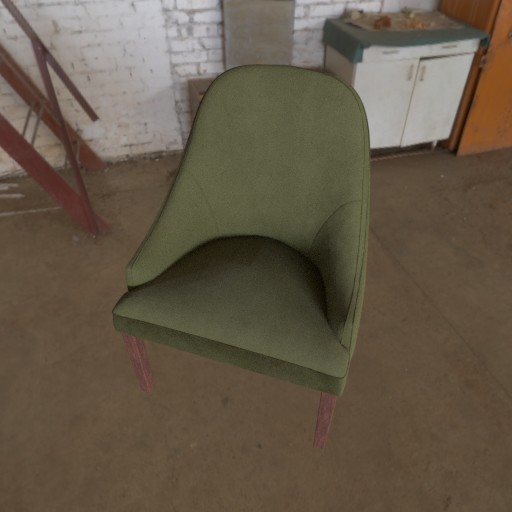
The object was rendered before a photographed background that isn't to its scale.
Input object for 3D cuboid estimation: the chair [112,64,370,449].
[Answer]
[{"bbox_3d":[0.000,0.000,1.265,0.643,0.889,0.575,13,43,14],"label":"chair"}]
